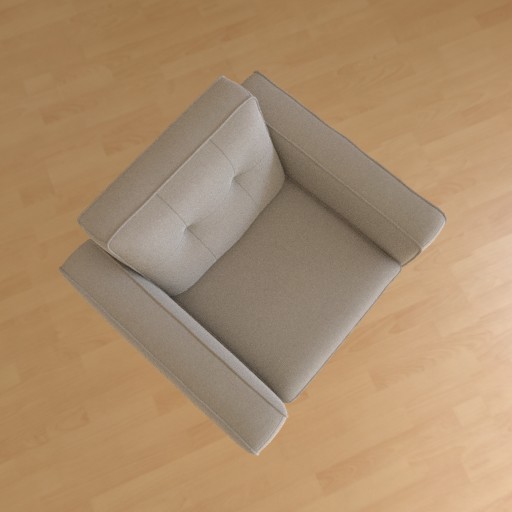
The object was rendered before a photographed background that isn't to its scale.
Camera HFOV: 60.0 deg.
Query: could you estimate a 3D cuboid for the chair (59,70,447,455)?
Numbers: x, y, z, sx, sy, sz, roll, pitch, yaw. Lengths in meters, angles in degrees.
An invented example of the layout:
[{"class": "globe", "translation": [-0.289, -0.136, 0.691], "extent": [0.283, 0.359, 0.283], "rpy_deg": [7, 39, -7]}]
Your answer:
[{"class": "chair", "translation": [0.000, 0.000, 1.753], "extent": [0.953, 0.779, 1.115], "rpy_deg": [40, 80, 9]}]
